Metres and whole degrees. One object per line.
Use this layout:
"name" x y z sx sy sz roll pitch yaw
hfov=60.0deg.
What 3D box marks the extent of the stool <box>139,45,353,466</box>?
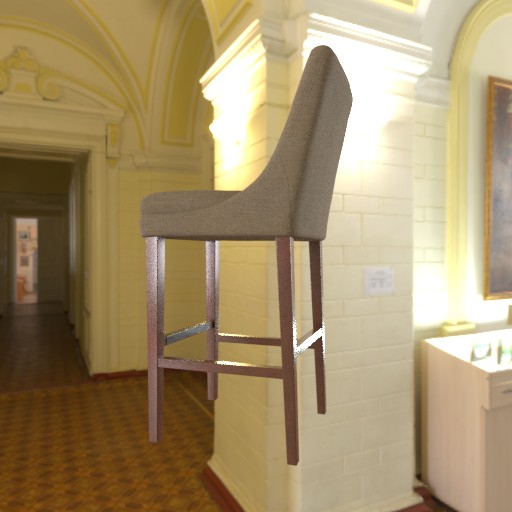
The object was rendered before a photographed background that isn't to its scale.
"stool" 0.000 0.000 1.393 0.577 1.078 0.470 0 0 20
